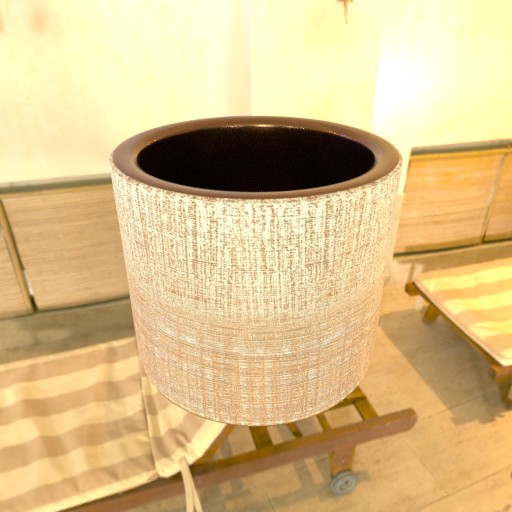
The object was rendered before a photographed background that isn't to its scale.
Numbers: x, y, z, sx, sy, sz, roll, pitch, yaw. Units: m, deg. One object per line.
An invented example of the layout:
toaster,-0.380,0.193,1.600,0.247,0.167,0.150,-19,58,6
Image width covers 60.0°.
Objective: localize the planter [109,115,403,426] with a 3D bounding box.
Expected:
planter,0.000,0.000,0.190,0.109,0.096,0.109,0,30,0
